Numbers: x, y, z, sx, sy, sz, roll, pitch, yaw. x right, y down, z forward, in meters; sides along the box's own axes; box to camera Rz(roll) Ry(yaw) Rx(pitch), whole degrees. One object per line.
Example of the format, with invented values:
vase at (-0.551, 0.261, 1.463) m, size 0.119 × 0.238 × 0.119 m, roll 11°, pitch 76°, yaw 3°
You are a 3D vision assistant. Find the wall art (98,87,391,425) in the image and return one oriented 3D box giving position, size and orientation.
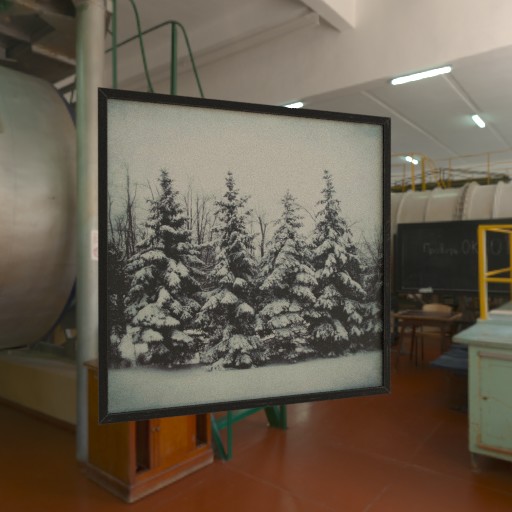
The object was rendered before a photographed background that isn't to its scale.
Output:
wall art at (0.000, 0.000, 0.755) m, size 0.506 × 0.506 × 0.036 m, roll 0°, pitch 0°, yaw -17°
